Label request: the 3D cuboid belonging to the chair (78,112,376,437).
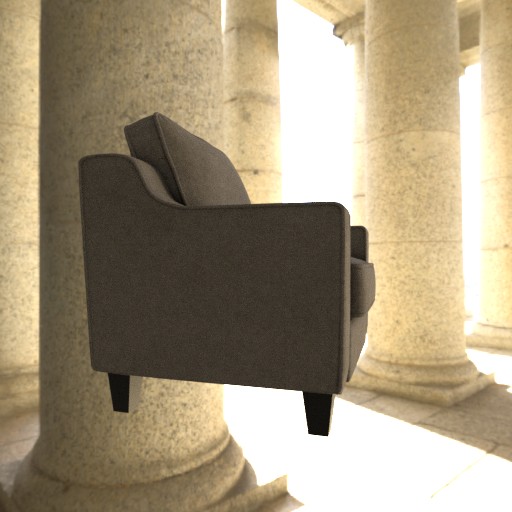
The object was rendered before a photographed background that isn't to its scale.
[{"bbox_3d":[0.000,0.000,1.643,0.840,0.944,0.926,0,-1,18],"label":"chair"}]
